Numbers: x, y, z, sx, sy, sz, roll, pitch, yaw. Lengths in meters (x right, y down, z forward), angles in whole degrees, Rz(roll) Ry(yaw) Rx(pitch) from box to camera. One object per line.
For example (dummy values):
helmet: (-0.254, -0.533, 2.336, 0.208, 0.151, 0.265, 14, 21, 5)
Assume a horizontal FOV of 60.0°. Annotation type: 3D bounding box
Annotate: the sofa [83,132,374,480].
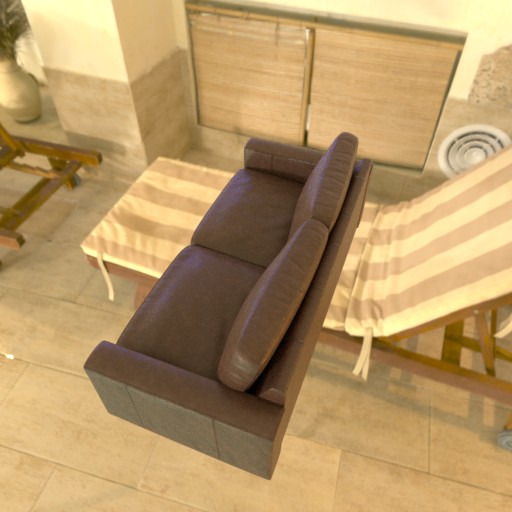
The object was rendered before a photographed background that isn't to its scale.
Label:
sofa: (0.000, 0.000, 2.773, 1.016, 0.873, 2.179, 16, 49, 15)
